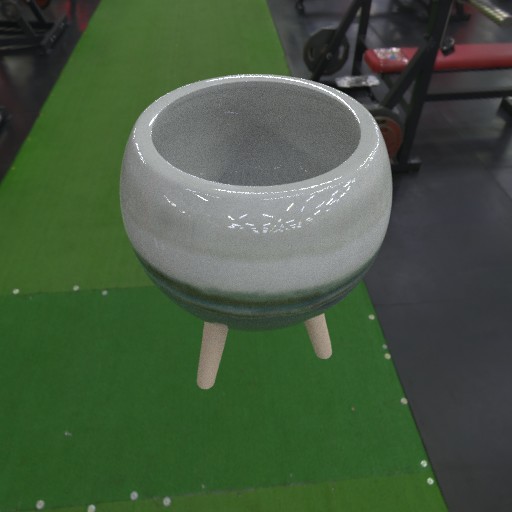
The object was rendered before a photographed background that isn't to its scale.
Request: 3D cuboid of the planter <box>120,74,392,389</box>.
[{"bbox_3d":[0.000,0.000,0.427,0.222,0.278,0.222,0,45,0],"label":"planter"}]
